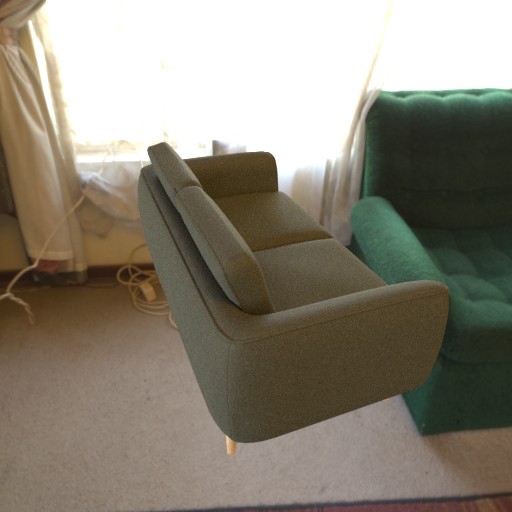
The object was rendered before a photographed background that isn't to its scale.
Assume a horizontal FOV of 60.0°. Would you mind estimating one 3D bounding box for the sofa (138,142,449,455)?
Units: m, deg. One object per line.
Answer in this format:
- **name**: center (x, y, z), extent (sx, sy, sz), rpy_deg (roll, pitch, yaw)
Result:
- **sofa**: center (0.000, 0.000, 2.180), extent (0.920, 0.850, 1.700), rpy_deg (-12, 33, -18)
